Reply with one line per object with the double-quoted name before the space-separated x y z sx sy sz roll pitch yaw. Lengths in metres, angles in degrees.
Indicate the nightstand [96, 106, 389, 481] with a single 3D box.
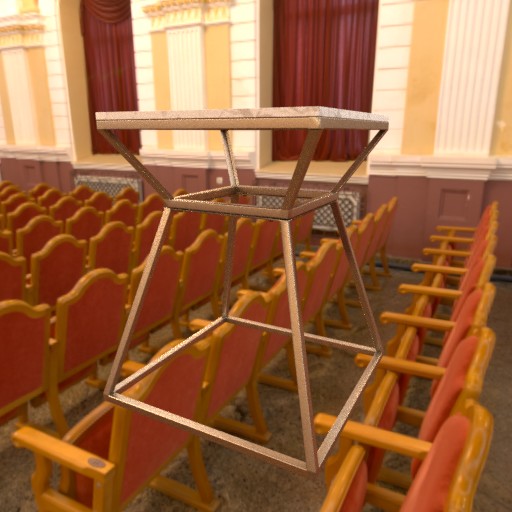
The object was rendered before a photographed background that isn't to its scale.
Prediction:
"nightstand" 0.000 0.000 0.909 0.455 0.554 0.455 8 18 27
